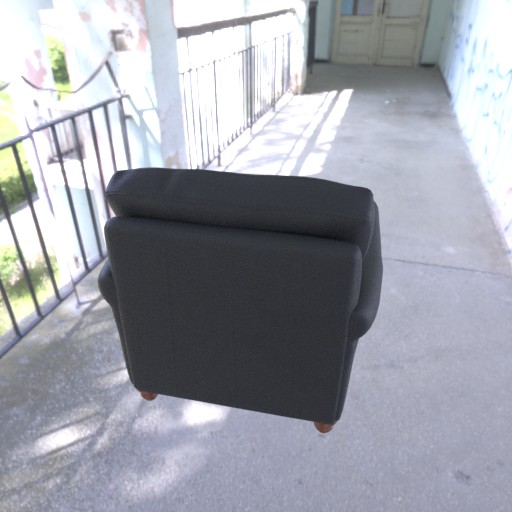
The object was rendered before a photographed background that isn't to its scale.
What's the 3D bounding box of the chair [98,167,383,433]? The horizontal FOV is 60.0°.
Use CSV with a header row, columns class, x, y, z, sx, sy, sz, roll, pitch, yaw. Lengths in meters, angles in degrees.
class,x,y,z,sx,sy,sz,roll,pitch,yaw
chair,0.000,0.000,1.835,1.015,0.960,1.027,9,33,15
